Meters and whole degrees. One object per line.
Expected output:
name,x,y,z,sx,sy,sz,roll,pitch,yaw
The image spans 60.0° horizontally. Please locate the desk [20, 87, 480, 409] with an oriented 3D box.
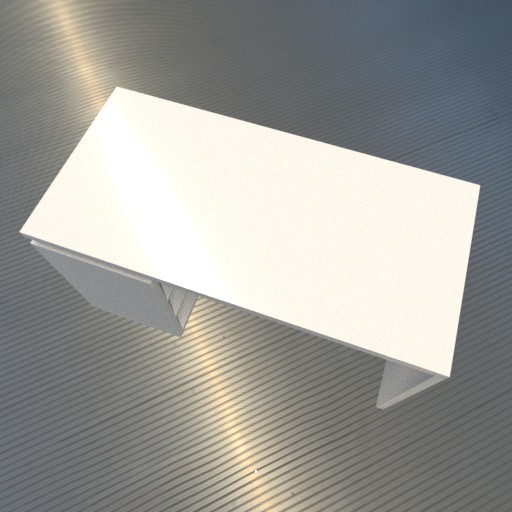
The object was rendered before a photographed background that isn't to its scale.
desk,0.000,0.000,1.823,1.400,0.740,0.690,18,65,8
